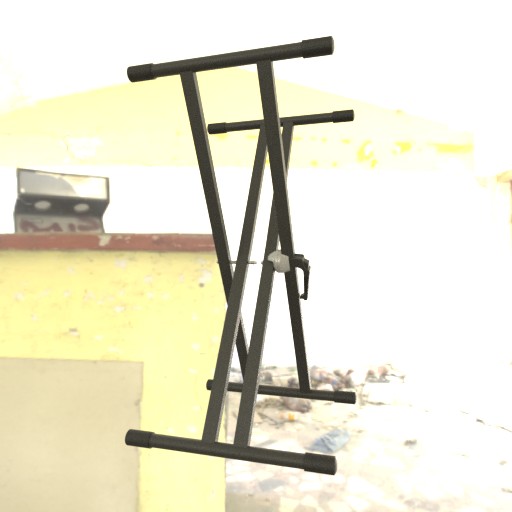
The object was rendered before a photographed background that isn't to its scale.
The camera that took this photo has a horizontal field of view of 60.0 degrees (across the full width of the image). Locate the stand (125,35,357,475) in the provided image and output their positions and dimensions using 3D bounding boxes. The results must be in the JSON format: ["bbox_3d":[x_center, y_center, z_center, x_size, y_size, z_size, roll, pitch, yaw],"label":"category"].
[{"bbox_3d":[0.000,0.000,1.205,0.495,0.900,0.503,0,-1,18],"label":"stand"}]
